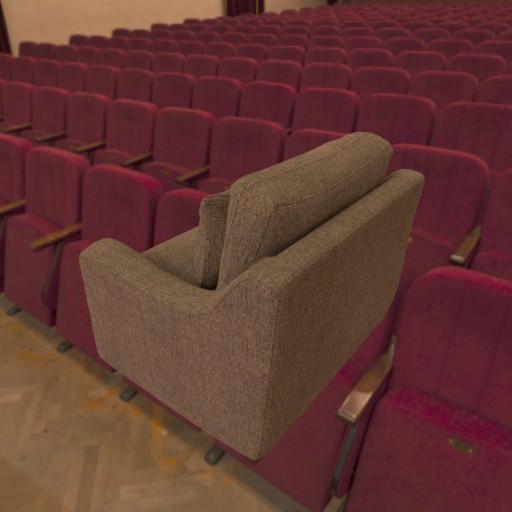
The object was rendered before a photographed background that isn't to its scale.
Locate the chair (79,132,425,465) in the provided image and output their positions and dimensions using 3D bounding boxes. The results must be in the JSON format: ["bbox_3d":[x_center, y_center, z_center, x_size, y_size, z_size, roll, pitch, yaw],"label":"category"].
[{"bbox_3d":[0.000,0.000,1.944,1.009,1.037,1.138,21,36,32],"label":"chair"}]
